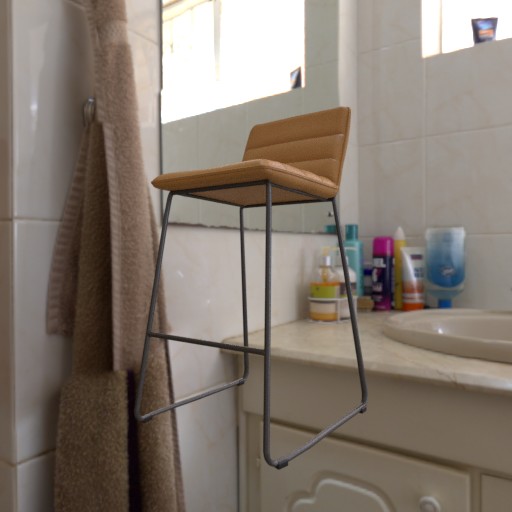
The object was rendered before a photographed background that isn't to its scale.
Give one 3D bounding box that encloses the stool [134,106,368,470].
[{"bbox_3d":[0.000,0.000,1.294,0.489,0.936,0.524,0,0,36],"label":"stool"}]
